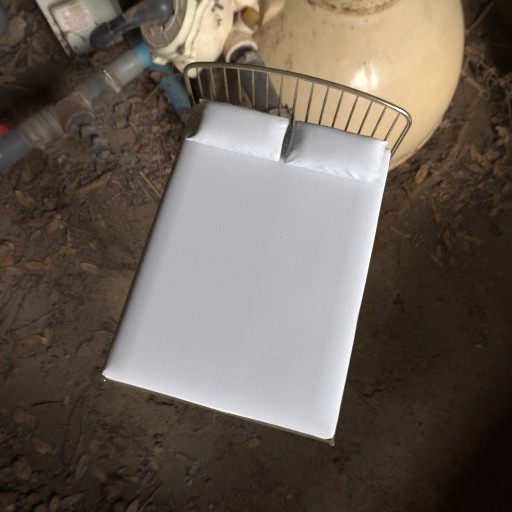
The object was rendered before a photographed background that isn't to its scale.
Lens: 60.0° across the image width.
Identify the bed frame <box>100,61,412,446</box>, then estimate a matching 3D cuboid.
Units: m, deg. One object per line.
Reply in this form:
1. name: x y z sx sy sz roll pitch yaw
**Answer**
1. bed frame: 0.000 0.000 3.083 1.612 1.175 2.152 14 75 4
